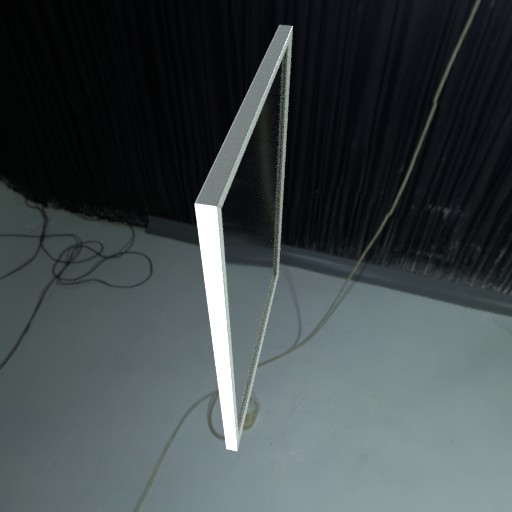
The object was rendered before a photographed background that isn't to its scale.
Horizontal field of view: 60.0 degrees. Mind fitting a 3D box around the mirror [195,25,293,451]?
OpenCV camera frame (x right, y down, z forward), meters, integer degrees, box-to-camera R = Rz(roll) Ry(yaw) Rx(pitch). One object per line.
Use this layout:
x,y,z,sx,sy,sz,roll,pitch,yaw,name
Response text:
0.000,0.000,1.304,0.040,1.016,0.762,9,47,8,mirror
